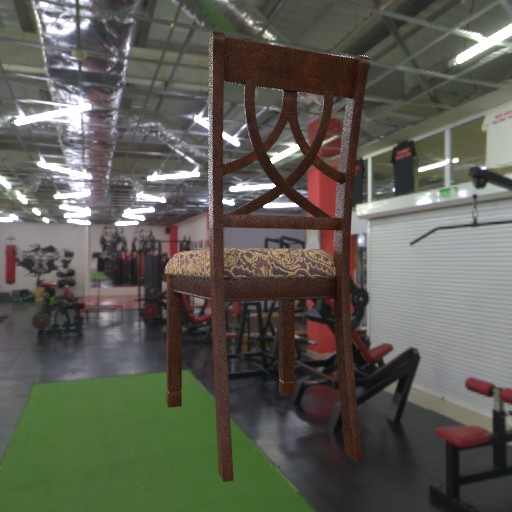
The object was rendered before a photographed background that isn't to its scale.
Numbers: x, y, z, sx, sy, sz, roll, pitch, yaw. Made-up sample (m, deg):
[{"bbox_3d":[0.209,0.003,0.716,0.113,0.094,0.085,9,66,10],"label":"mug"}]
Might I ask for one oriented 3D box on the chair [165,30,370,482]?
[{"bbox_3d":[0.000,0.000,1.273,0.457,0.965,0.584,0,-1,-18],"label":"chair"}]
